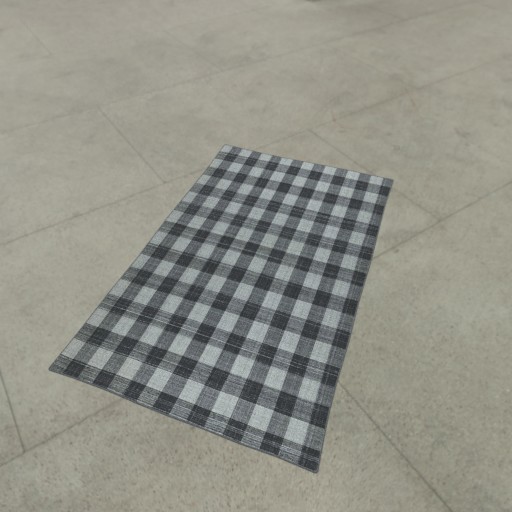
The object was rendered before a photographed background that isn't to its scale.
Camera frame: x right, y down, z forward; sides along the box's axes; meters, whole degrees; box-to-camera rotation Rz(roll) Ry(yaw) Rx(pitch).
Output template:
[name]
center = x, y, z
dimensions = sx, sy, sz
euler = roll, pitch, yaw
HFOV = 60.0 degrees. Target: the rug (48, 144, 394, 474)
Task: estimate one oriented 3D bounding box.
[rug]
center = 0.000, 0.000, 3.085
dimensions = 1.554, 0.011, 2.476
euler = 15, 48, 14
